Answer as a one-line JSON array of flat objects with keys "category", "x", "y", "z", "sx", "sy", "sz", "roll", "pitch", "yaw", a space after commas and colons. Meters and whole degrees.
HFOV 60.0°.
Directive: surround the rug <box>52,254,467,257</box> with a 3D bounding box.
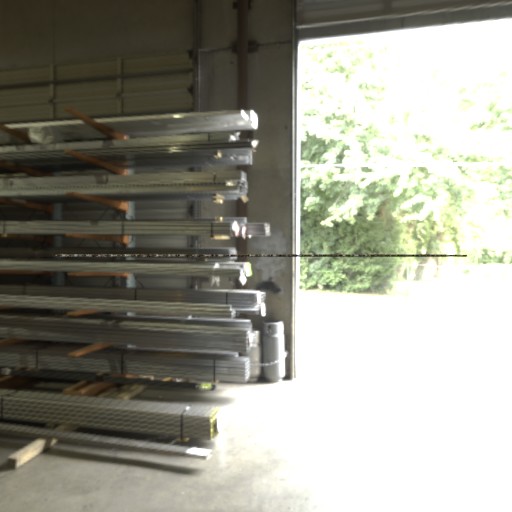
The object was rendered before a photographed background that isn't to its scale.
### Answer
[{"category": "rug", "x": 0.000, "y": 0.000, "z": 4.205, "sx": 2.431, "sy": 0.017, "sz": 3.291, "roll": 0, "pitch": 0, "yaw": -1}]
